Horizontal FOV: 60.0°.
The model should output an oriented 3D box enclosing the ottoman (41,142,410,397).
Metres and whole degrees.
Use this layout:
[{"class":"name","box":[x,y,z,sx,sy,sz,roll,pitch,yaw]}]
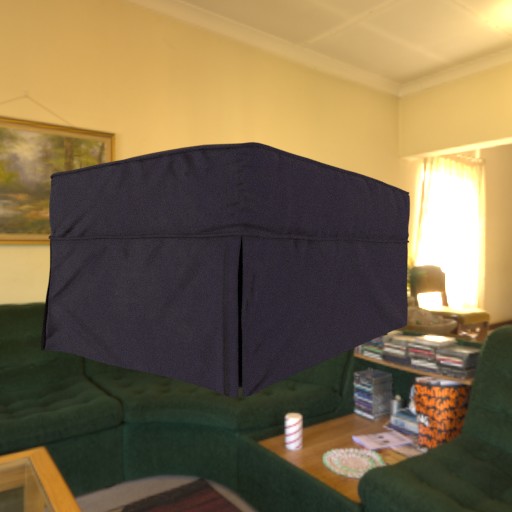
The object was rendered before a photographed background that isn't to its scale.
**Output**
[{"class":"ottoman","box":[0.000,0.000,1.279,0.637,0.503,0.938,1,1,36]}]
